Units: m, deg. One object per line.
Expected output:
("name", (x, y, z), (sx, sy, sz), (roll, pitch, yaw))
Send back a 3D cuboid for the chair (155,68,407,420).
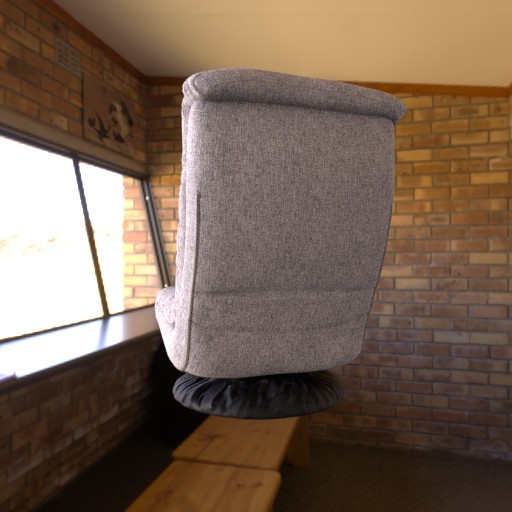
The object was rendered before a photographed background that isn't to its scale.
("chair", (0.000, 0.000, 0.975), (0.400, 0.600, 0.583), (0, 0, -18))
